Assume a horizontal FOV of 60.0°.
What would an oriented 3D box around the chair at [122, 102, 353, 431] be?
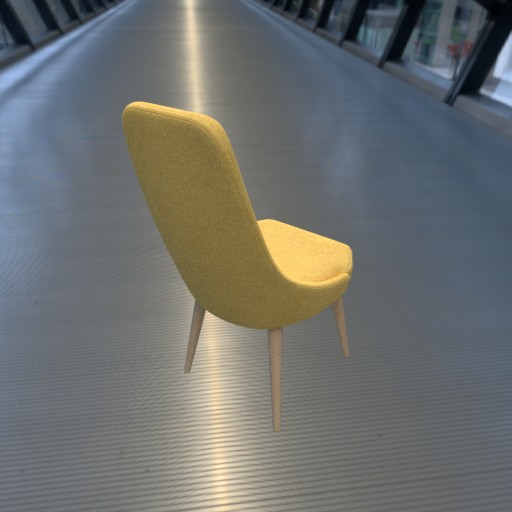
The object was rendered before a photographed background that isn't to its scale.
[{"bbox_3d":[0.000,0.000,1.413,0.510,1.040,0.660,22,38,31],"label":"chair"}]
